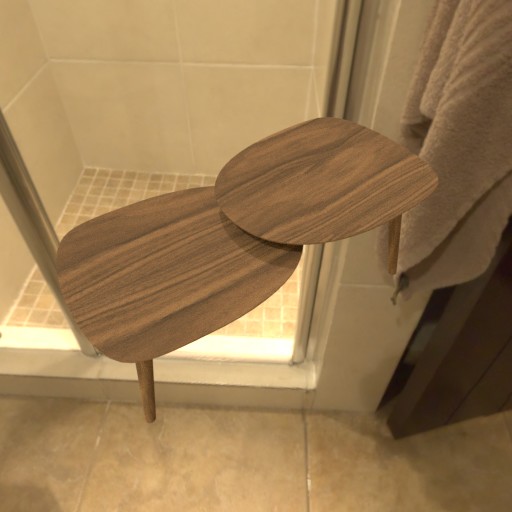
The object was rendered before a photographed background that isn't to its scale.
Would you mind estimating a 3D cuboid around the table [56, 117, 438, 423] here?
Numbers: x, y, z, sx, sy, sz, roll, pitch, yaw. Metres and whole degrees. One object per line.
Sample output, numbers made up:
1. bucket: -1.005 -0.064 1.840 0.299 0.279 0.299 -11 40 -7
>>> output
1. table: 0.000 0.000 1.369 1.084 0.429 0.527 -26 52 -23
